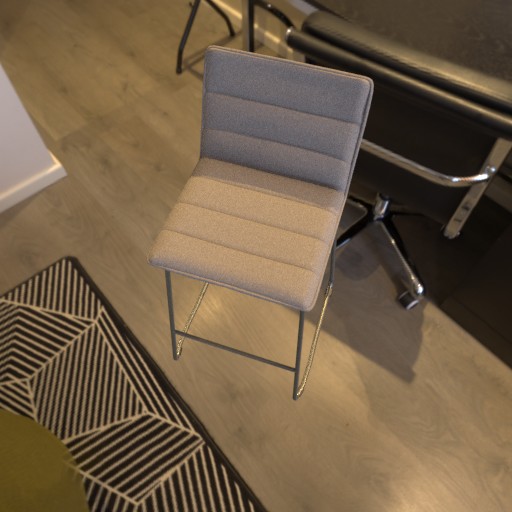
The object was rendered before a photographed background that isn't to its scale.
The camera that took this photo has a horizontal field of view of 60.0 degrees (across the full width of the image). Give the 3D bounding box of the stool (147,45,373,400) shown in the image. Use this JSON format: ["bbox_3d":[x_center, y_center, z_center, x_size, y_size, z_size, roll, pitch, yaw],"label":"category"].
[{"bbox_3d":[0.000,0.000,1.269,0.490,0.960,0.490,16,60,9],"label":"stool"}]
